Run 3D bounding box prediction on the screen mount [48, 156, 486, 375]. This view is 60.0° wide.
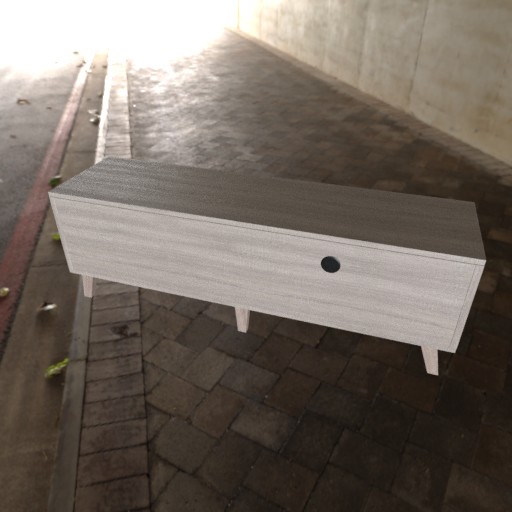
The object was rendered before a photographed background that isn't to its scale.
[{"bbox_3d":[0.000,0.000,1.746,1.500,0.509,0.401,10,34,15],"label":"screen mount"}]
